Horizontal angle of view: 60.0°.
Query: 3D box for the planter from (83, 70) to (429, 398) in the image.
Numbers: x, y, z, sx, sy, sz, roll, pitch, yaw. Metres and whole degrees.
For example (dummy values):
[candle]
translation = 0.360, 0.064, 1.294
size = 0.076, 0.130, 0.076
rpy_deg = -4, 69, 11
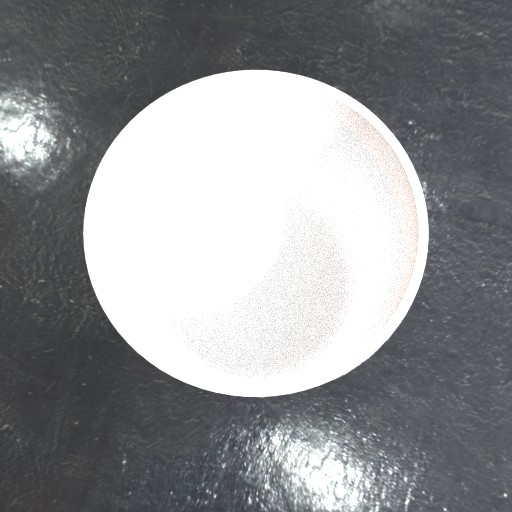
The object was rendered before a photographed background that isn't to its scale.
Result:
[planter]
translation = 0.000, 0.000, 0.433
size = 0.254, 0.221, 0.254
rpy_deg = 0, 75, 0
